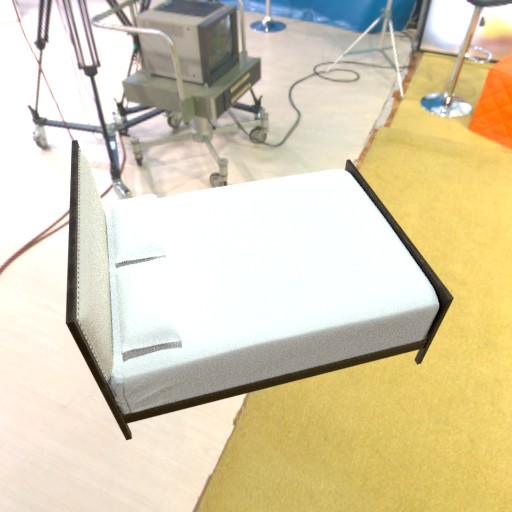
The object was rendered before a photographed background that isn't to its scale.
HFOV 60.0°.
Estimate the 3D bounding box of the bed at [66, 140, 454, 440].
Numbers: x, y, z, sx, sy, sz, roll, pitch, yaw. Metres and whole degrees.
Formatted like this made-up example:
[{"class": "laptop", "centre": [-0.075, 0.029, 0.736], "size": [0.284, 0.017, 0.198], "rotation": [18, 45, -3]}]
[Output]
[{"class": "bed", "centre": [0.000, 0.000, 3.213], "size": [2.221, 1.313, 1.607], "rotation": [-11, 47, -11]}]
